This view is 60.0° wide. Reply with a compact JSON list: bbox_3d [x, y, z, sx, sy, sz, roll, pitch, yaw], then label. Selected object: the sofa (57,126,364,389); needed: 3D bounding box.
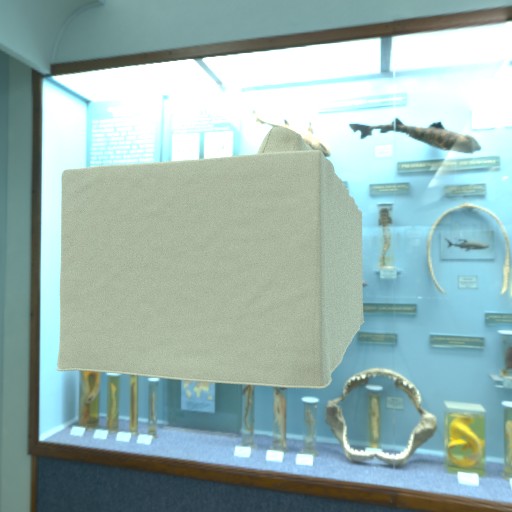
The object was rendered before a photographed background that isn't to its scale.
[{"bbox_3d":[0.000,0.000,2.247,0.962,0.834,1.746,0,-1,17],"label":"sofa"}]
